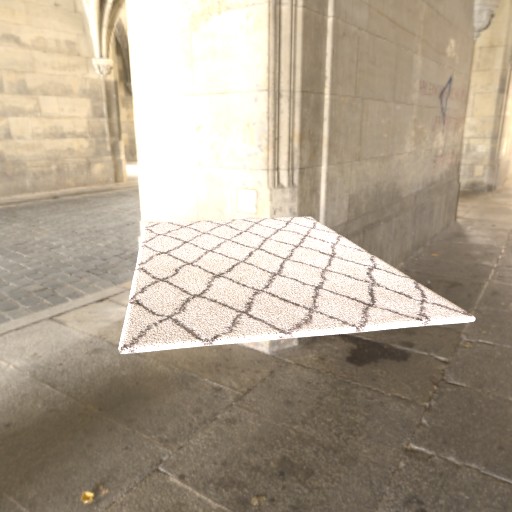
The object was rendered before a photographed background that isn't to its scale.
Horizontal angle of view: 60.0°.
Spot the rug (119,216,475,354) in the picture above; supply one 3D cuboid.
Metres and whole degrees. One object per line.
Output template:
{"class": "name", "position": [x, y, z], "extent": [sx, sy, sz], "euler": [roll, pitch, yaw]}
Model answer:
{"class": "rug", "position": [0.000, 0.000, 3.405], "extent": [1.778, 0.030, 2.743], "euler": [-3, 16, -11]}
